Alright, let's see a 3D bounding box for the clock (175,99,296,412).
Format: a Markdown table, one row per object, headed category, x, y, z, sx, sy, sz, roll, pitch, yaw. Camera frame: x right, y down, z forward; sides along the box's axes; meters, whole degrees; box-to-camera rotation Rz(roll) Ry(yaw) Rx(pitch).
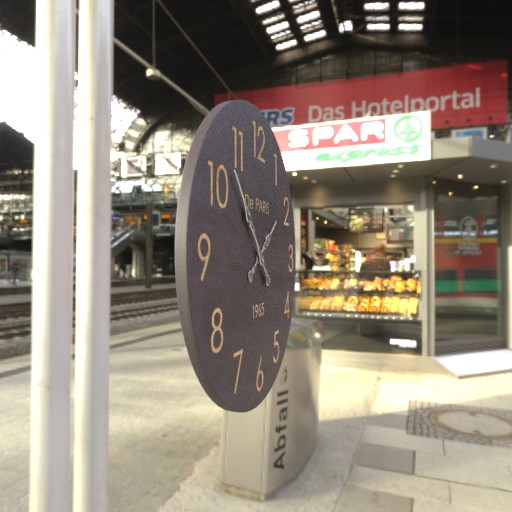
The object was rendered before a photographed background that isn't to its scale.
| category | x | y | z | sx | sy | sz | roll | pitch | yaw |
| --- | --- | --- | --- | --- | --- | --- | --- | --- | --- |
| clock | 0.000 | 0.000 | 0.890 | 0.029 | 0.595 | 0.595 | -1 | -2 | 20 |
